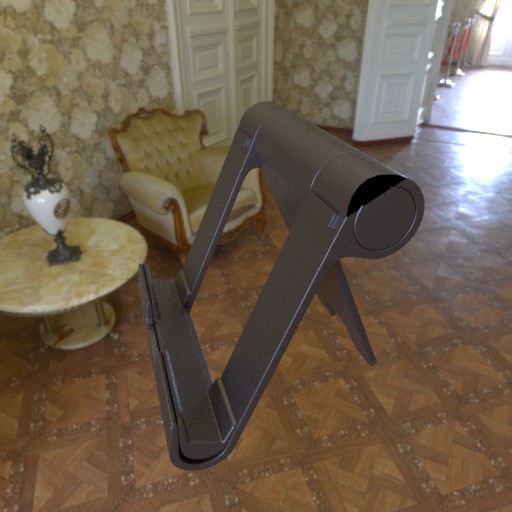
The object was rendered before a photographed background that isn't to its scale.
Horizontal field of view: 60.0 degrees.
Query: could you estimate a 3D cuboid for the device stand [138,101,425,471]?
[{"bbox_3d":[0.000,0.000,0.151,0.079,0.084,0.088,-10,32,-16],"label":"device stand"}]
